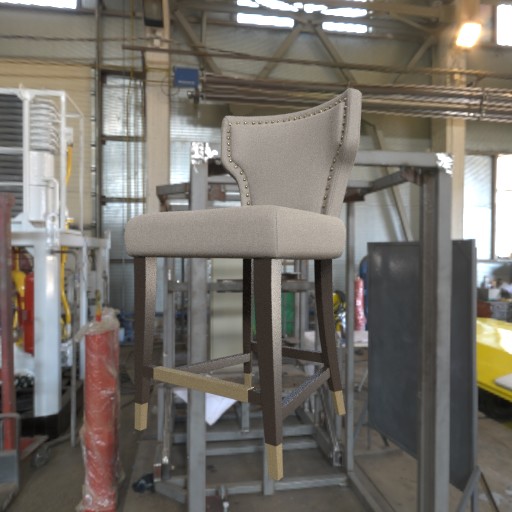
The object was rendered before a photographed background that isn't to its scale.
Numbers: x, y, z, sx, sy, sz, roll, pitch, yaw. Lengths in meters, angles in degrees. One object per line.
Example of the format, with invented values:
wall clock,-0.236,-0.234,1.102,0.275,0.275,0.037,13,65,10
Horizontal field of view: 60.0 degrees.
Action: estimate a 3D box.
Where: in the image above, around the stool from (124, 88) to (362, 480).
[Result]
stool,0.000,0.000,1.313,0.527,0.982,0.563,1,1,36
